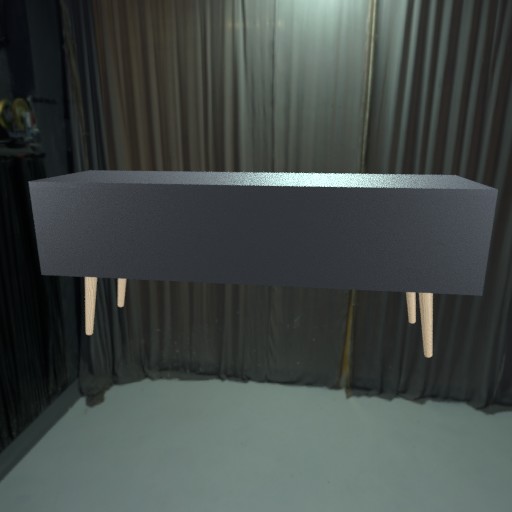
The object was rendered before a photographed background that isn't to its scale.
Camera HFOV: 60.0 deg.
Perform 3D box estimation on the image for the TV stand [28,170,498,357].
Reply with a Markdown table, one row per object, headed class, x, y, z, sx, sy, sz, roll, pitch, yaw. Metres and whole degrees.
| class | x | y | z | sx | sy | sz | roll | pitch | yaw |
| --- | --- | --- | --- | --- | --- | --- | --- | --- | --- |
| TV stand | 0.000 | 0.000 | 1.484 | 1.312 | 0.518 | 0.390 | 2 | 16 | 8 |
